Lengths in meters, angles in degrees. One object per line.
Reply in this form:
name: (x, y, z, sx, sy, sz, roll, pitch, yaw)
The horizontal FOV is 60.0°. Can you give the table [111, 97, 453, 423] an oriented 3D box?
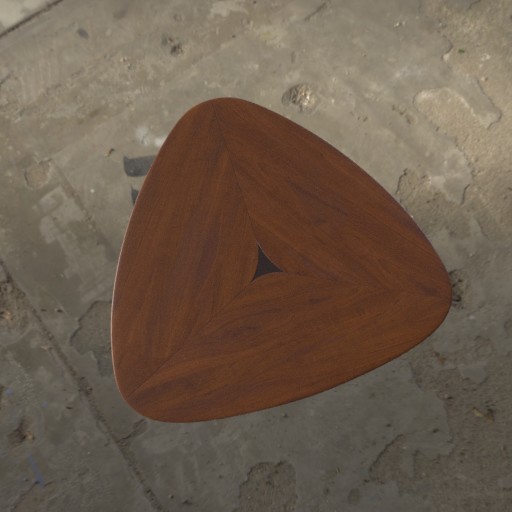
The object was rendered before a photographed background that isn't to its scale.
table: (0.000, 0.000, 1.311, 0.833, 0.413, 0.821, -17, 75, -5)
